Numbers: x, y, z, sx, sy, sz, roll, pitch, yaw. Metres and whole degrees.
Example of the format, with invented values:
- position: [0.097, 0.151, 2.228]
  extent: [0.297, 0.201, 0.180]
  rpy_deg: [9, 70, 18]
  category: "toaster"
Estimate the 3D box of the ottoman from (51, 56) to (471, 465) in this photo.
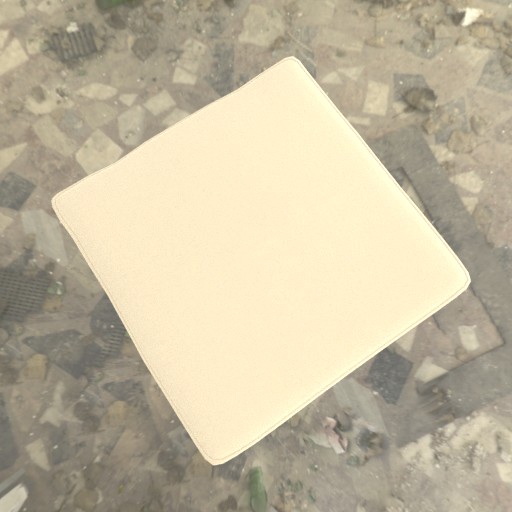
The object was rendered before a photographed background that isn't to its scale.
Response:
- position: [0.000, 0.000, 1.353]
  extent: [0.838, 0.479, 0.838]
  rpy_deg: [-33, 79, -8]
  category: "ottoman"
